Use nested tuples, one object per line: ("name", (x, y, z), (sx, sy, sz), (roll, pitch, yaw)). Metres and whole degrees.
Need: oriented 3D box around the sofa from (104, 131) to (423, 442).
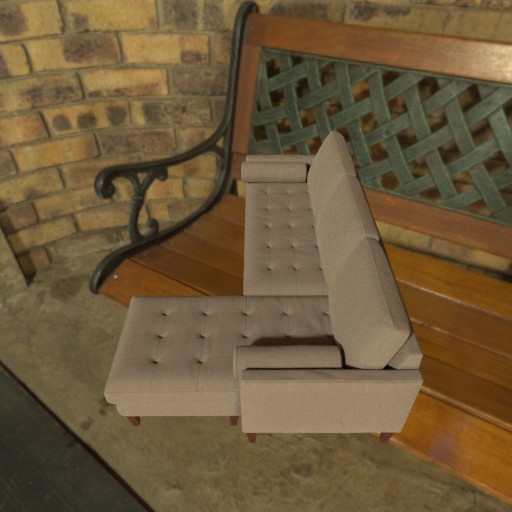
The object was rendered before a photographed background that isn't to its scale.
("sofa", (0.000, 0.000, 2.918), (1.506, 0.875, 2.178), (0, 40, 0))
